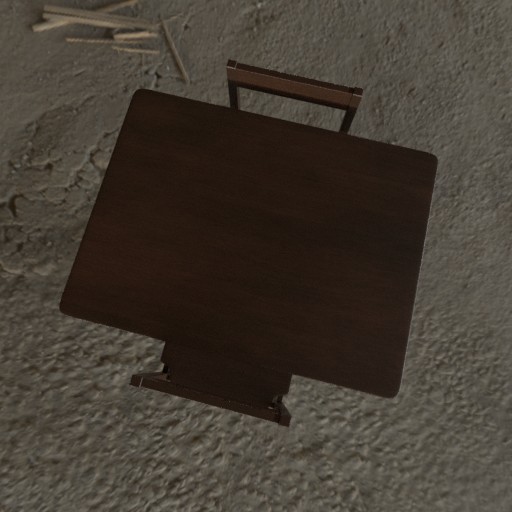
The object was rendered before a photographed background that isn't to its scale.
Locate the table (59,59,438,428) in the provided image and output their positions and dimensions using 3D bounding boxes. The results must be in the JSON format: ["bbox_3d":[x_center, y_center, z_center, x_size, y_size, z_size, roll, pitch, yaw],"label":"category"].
[{"bbox_3d":[0.000,0.000,1.076,0.650,0.503,0.672,14,77,3],"label":"table"}]
